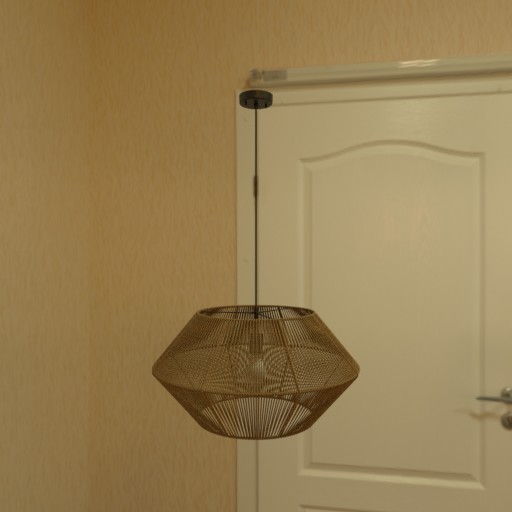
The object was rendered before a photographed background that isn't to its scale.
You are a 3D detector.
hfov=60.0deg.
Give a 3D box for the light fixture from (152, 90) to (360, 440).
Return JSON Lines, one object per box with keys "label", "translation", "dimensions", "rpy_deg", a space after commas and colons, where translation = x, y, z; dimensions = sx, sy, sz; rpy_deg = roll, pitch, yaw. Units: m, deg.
{"label": "light fixture", "translation": [0.000, 0.000, 1.397], "dimensions": [0.643, 1.009, 0.643], "rpy_deg": [0, 0, 0]}
